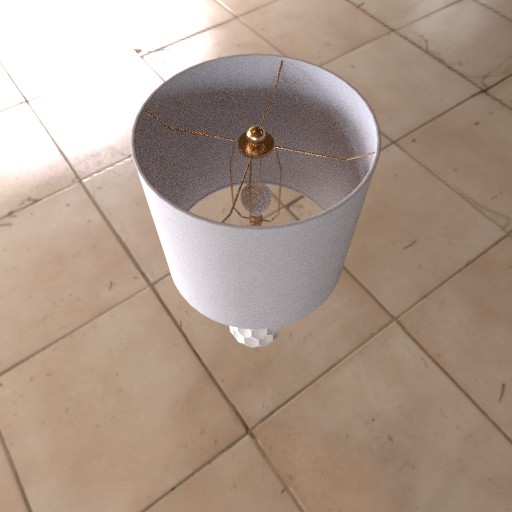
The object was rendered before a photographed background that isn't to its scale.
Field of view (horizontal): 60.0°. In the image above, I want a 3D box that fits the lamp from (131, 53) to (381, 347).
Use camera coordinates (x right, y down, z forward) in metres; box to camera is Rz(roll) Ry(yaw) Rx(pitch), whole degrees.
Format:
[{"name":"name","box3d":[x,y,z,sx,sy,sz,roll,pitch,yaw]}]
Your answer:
[{"name":"lamp","box3d":[0.000,0.000,0.722,0.277,0.537,0.277,-32,63,-19]}]
